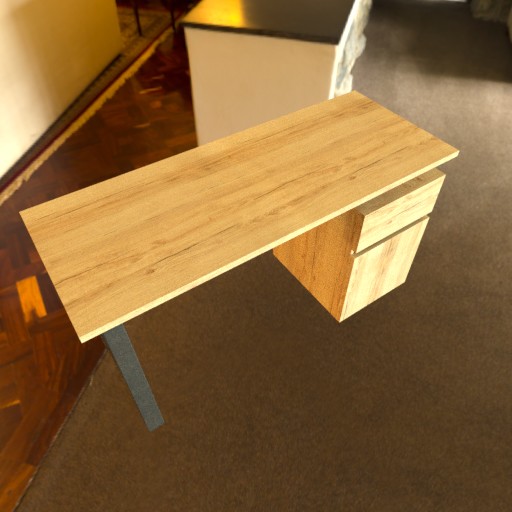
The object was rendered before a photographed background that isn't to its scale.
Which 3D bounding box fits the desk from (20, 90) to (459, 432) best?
[{"bbox_3d":[0.000,0.000,1.764,1.400,0.760,0.550,-26,53,-22],"label":"desk"}]
